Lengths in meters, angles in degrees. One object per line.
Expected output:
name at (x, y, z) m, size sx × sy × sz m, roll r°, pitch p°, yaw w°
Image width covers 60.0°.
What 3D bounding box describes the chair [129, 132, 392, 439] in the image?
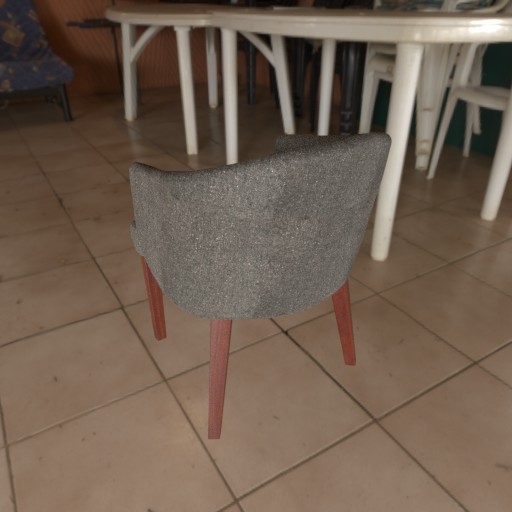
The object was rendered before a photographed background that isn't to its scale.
chair at (0.000, 0.000, 1.283) m, size 0.583 × 0.811 × 0.655 m, roll -18°, pitch 35°, yaw -28°
